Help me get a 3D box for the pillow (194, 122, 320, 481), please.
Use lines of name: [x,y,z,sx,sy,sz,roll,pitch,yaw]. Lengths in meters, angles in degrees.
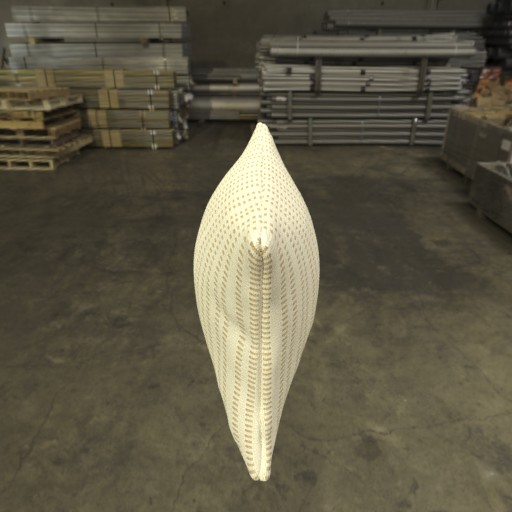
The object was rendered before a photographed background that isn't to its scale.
pillow: [0.000,0.000,0.783,0.210,0.353,0.640,0,27,1]
